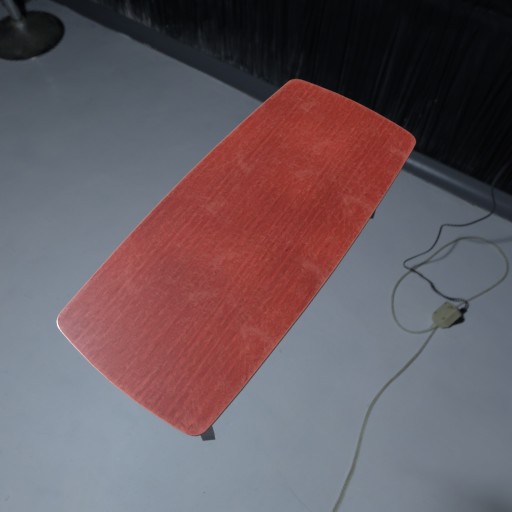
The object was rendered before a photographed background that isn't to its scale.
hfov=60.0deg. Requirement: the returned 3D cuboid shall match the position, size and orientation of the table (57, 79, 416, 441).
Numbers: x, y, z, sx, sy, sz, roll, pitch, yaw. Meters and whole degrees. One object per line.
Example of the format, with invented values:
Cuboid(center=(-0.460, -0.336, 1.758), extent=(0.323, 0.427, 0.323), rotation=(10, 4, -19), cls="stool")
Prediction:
Cuboid(center=(0.000, 0.000, 1.553), extent=(0.561, 0.473, 1.216), rotation=(33, 67, 16), cls="table")
